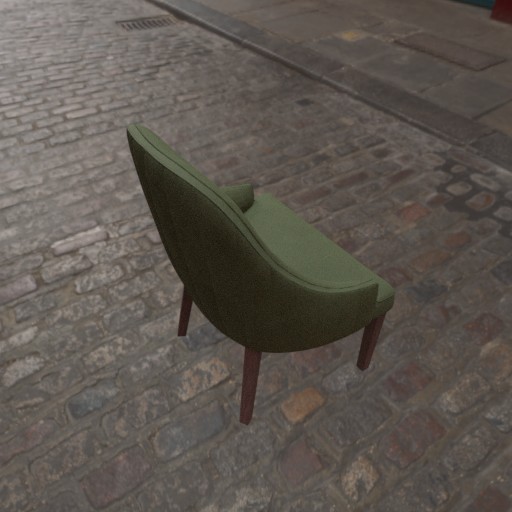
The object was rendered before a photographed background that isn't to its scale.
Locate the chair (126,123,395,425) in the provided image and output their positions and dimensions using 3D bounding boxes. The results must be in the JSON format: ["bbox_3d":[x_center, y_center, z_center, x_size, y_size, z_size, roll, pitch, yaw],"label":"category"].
[{"bbox_3d":[0.000,0.000,1.322,0.575,0.889,0.643,-25,48,-26],"label":"chair"}]
